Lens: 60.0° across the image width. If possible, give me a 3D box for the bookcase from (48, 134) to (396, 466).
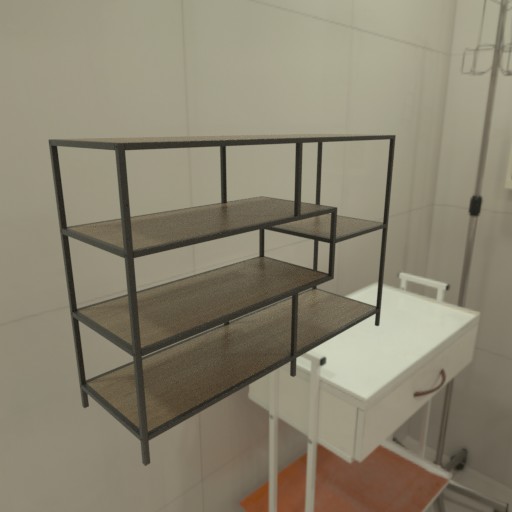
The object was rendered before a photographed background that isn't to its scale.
[{"bbox_3d":[0.000,0.000,1.500,0.350,0.780,1.140,15,22,42],"label":"bookcase"}]
